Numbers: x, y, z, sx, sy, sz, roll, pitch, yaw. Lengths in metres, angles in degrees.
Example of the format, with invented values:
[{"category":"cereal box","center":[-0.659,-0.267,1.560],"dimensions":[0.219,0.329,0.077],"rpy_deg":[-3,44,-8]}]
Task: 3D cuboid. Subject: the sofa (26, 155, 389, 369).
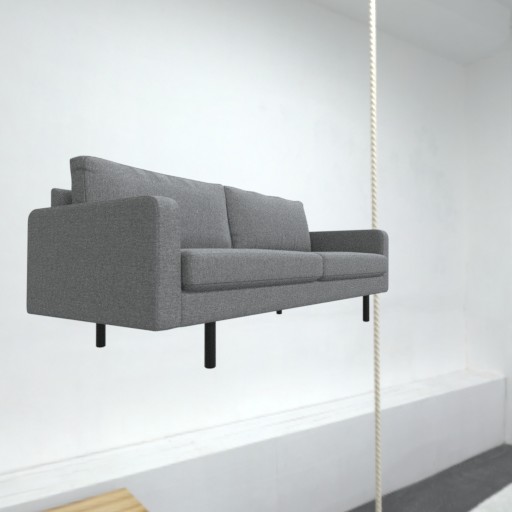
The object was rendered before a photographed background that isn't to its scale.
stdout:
[{"category":"sofa","center":[0.000,0.000,2.557],"dimensions":[0.880,0.880,2.200],"rpy_deg":[0,-1,36]}]
